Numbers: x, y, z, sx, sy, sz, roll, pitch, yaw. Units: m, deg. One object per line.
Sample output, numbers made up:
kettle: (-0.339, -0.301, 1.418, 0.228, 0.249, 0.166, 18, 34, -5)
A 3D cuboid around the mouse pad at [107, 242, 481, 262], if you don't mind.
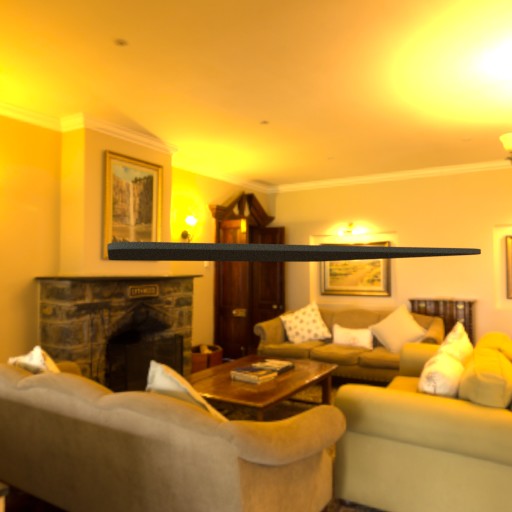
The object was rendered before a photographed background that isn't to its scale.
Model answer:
mouse pad: (0.000, 0.000, 0.321, 0.203, 0.003, 0.229, 1, -2, -18)
